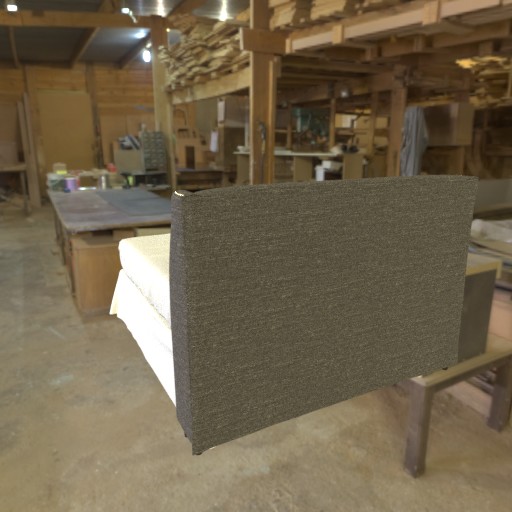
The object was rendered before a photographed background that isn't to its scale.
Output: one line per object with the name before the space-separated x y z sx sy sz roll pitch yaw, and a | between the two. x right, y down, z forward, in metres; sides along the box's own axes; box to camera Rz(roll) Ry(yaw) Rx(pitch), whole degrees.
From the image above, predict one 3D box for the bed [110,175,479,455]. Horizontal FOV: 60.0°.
bed | 0.000 0.000 3.392 1.925 1.332 2.276 -8 17 -27
